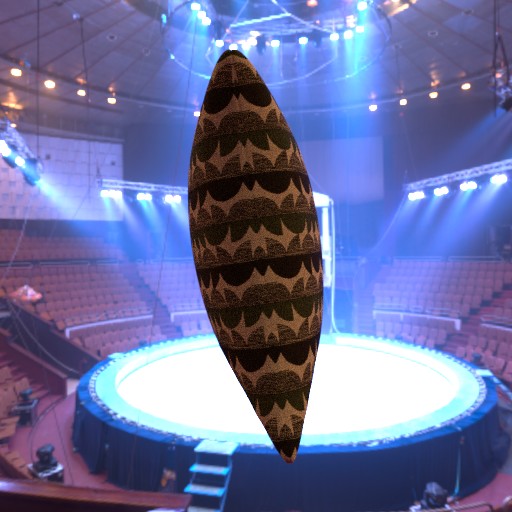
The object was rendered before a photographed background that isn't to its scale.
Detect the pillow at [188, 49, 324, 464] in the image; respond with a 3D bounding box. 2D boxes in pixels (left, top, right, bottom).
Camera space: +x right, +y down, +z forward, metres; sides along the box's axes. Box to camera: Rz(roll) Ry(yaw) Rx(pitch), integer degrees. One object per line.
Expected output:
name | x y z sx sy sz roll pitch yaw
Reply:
pillow | 0.000 0.000 0.628 0.180 0.404 0.419 0 0 0
